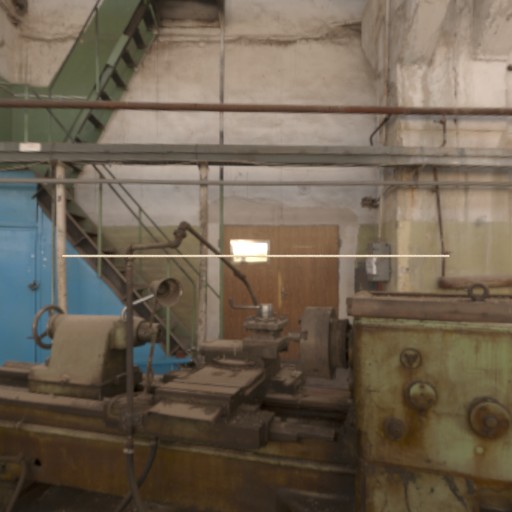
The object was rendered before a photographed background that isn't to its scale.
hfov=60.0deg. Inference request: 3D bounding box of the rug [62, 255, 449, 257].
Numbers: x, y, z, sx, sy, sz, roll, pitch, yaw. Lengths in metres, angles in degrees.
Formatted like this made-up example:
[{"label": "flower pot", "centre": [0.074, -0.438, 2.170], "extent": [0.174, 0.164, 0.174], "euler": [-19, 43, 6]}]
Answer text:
[{"label": "rug", "centre": [0.000, 0.000, 2.866], "extent": [1.522, 0.008, 2.284], "euler": [0, 0, 0]}]
